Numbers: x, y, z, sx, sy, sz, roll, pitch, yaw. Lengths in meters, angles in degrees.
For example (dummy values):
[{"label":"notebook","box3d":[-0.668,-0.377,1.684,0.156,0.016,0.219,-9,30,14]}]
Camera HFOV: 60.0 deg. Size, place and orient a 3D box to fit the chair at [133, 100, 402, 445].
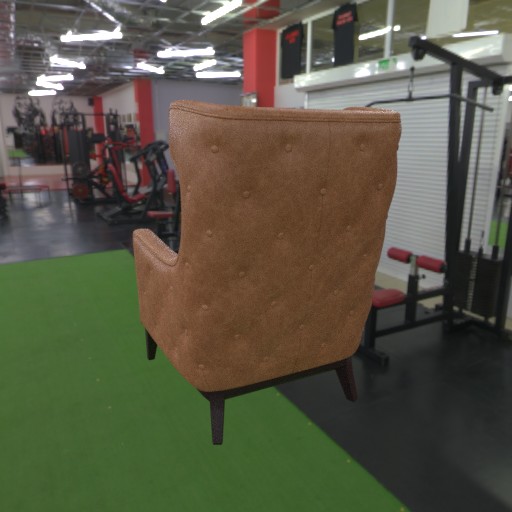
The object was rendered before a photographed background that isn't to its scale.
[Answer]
[{"label":"chair","box3d":[0.000,0.000,1.687,0.766,1.079,0.899,-7,16,-25]}]
